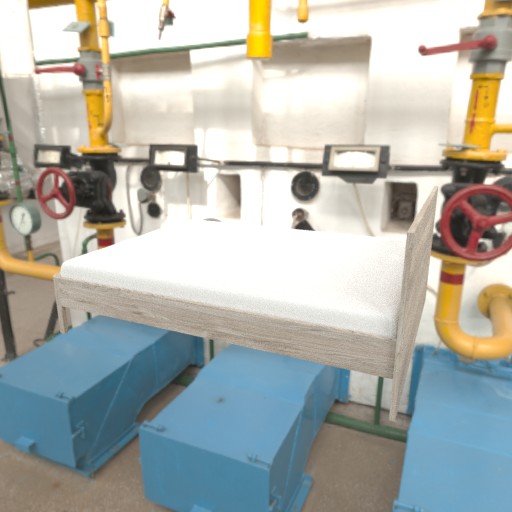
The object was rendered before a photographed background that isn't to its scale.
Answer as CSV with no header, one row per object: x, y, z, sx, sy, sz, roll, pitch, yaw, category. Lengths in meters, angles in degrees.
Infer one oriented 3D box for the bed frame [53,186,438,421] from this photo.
0.000,0.000,2.763,1.950,0.800,1.490,7,18,24,bed frame
